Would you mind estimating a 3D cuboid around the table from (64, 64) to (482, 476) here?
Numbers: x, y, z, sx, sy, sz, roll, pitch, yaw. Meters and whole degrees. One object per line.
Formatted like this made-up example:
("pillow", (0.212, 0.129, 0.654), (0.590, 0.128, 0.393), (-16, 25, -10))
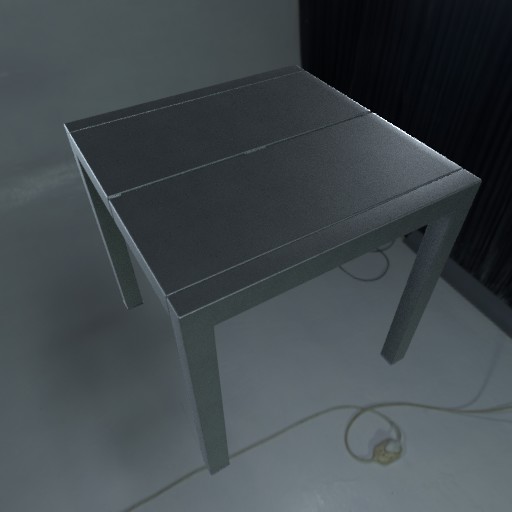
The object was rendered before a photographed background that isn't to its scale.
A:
("table", (0.000, 0.000, 0.920), (0.508, 0.508, 0.508), (-23, 50, -21))
